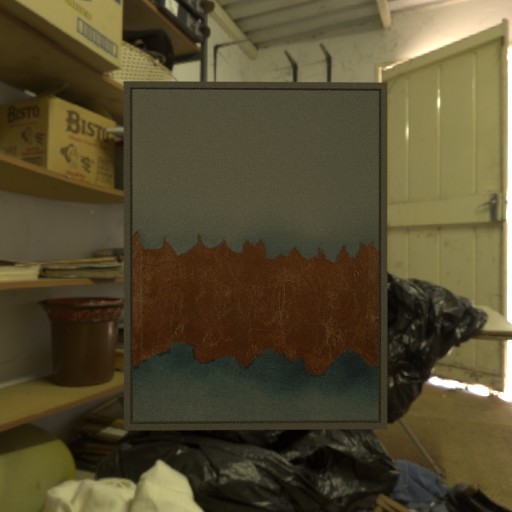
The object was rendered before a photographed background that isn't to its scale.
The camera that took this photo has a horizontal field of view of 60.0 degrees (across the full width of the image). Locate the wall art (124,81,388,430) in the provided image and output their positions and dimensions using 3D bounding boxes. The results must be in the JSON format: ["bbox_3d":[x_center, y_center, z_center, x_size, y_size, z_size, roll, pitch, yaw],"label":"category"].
[{"bbox_3d":[0.000,0.000,1.342,0.789,1.042,0.034,0,0,-1],"label":"wall art"}]
